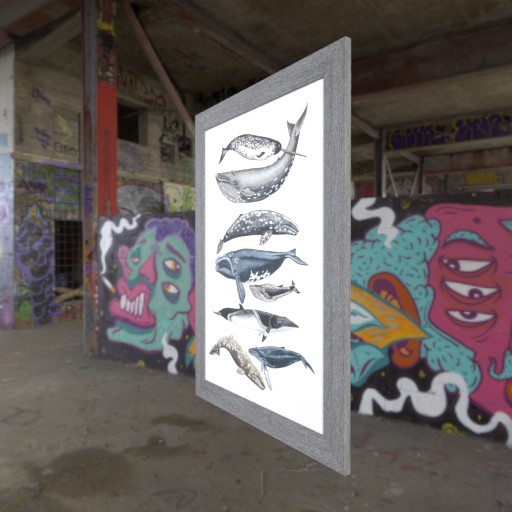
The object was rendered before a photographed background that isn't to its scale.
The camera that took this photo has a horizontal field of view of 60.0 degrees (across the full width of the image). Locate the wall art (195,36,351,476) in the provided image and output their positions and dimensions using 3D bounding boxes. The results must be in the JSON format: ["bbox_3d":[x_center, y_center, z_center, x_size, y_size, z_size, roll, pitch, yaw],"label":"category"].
[{"bbox_3d":[0.000,0.000,1.396,0.020,1.070,0.768,0,0,-36],"label":"wall art"}]
